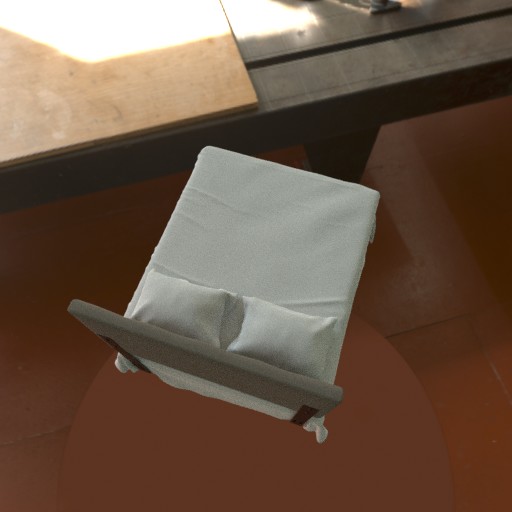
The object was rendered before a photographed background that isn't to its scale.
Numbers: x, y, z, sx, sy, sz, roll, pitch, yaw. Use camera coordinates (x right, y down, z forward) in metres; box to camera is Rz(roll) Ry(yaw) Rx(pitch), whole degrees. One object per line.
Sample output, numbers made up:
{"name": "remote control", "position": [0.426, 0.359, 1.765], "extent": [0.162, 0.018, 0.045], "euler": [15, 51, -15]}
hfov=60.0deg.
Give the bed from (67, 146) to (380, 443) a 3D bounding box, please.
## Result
{"name": "bed", "position": [0.000, 0.000, 3.546], "extent": [1.936, 1.577, 2.222], "euler": [17, 66, 8]}
